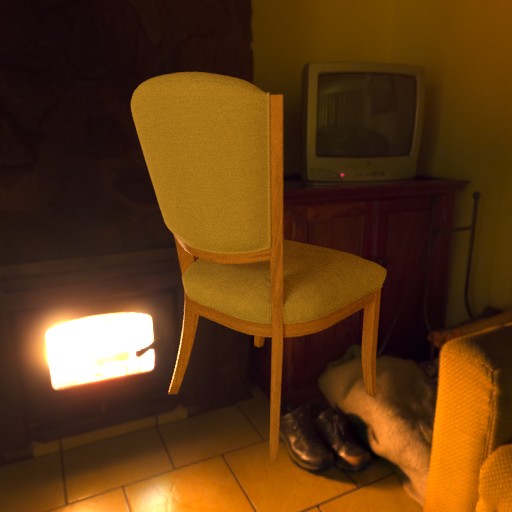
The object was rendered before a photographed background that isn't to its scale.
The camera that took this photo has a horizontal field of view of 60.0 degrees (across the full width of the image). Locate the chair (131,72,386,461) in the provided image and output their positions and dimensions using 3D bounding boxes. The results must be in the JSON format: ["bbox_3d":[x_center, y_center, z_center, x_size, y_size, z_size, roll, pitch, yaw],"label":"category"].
[{"bbox_3d":[0.000,0.000,1.243,0.513,0.905,0.584,14,20,42],"label":"chair"}]
